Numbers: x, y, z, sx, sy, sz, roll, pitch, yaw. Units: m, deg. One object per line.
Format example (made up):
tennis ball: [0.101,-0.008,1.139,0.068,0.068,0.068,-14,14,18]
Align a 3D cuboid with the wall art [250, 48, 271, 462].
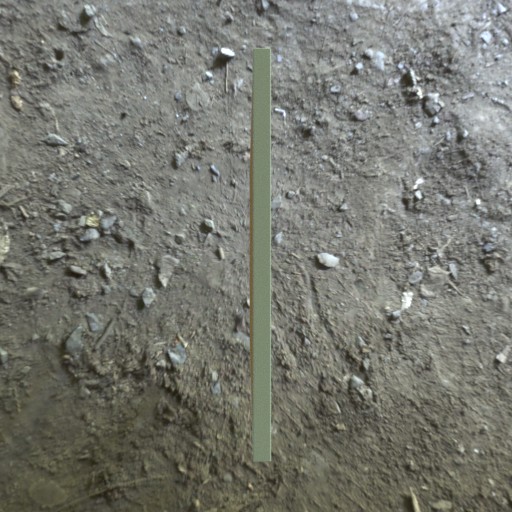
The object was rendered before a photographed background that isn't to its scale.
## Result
wall art: [0.000,0.000,0.541,0.013,0.433,0.303,0,90,-1]
